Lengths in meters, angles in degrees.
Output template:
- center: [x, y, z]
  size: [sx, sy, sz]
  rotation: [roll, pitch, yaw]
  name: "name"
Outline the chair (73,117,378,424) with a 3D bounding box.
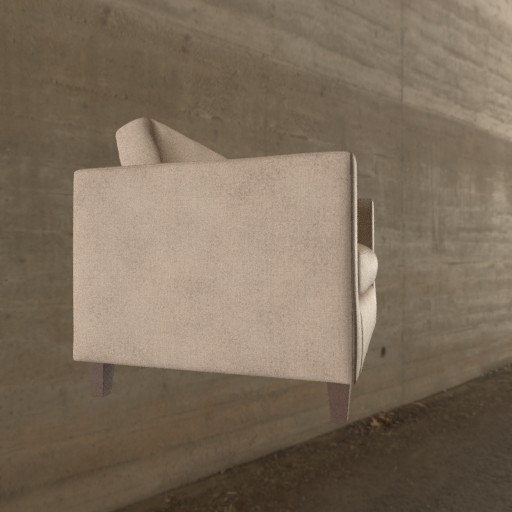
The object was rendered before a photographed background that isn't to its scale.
- center: [0.000, 0.000, 1.846]
  size: [0.959, 0.961, 1.133]
  rotation: [0, 0, 17]
  name: "chair"
